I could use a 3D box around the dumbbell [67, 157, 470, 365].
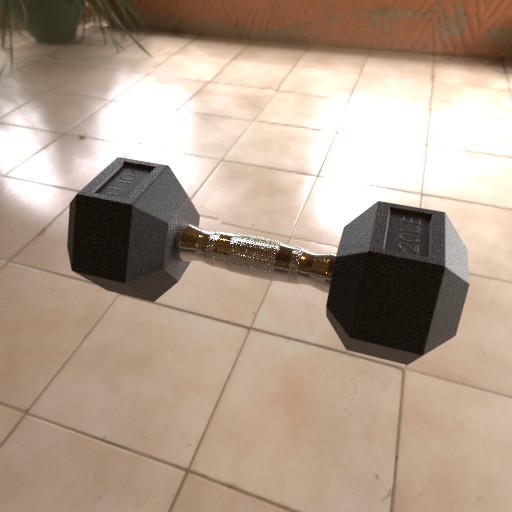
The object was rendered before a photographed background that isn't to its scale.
[{"bbox_3d":[0.000,0.000,0.349,0.297,0.101,0.116,12,43,13],"label":"dumbbell"}]
